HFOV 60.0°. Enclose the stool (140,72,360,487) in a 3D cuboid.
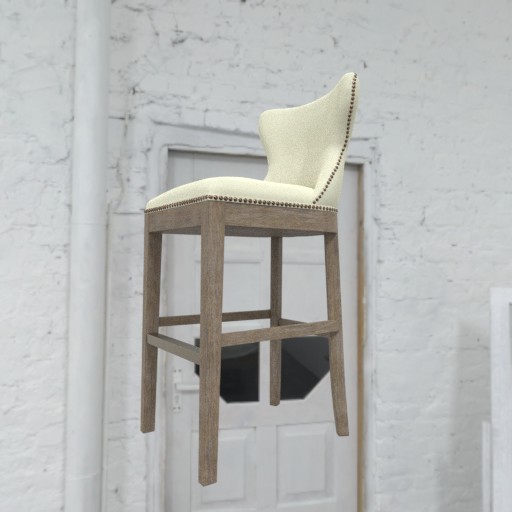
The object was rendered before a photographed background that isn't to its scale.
[{"bbox_3d":[0.000,0.000,1.417,0.606,1.123,0.494,0,0,-35],"label":"stool"}]
